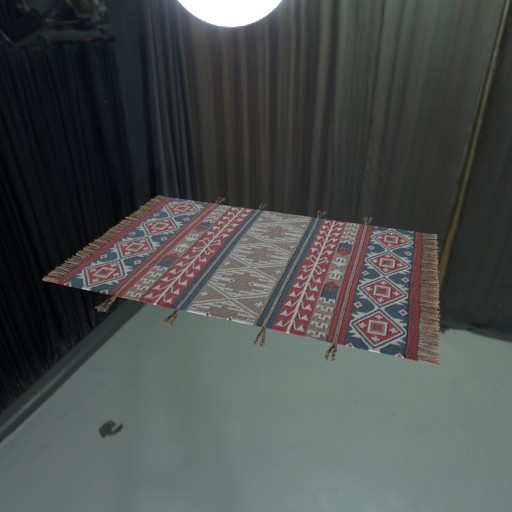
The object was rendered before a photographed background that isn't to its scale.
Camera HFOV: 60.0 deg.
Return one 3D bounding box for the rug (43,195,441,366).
[{"bbox_3d":[0.000,0.000,2.583,2.025,0.040,1.469,10,32,16],"label":"rug"}]
